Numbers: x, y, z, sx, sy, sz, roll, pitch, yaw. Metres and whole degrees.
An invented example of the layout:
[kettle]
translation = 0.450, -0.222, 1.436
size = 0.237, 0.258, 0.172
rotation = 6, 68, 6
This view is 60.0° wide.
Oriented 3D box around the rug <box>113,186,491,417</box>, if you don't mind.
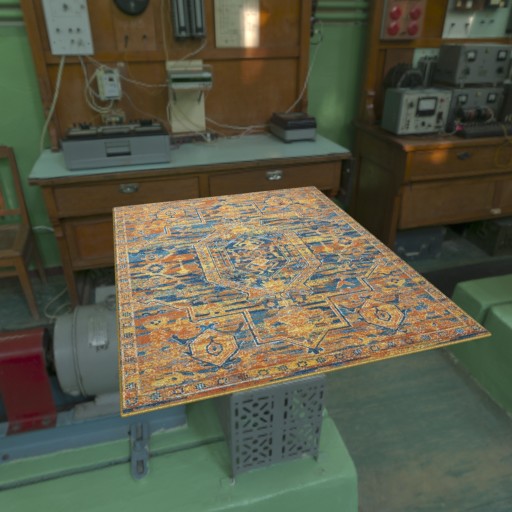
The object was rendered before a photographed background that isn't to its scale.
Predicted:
[rug]
translation = 0.000, 0.000, 3.975
size = 2.435, 0.031, 3.040
rotation = -8, 30, -15
